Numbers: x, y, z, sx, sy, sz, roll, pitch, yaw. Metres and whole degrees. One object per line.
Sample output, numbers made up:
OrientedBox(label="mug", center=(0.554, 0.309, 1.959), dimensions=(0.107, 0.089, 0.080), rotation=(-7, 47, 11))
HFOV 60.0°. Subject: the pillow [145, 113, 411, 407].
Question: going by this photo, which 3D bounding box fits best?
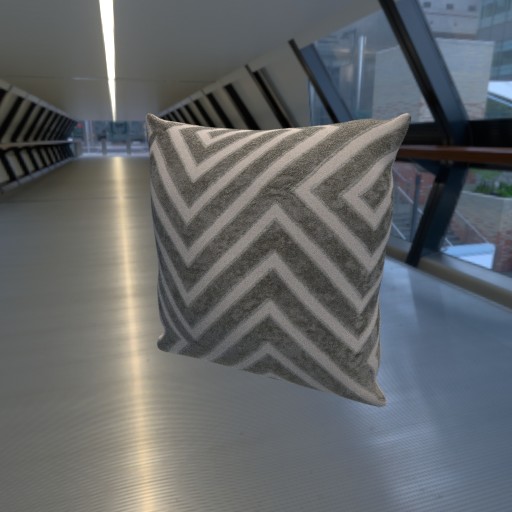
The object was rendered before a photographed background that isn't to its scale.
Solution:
OrientedBox(label="pillow", center=(0.000, 0.000, 0.708), dimensions=(0.440, 0.441, 0.182), rotation=(8, 18, 26))
